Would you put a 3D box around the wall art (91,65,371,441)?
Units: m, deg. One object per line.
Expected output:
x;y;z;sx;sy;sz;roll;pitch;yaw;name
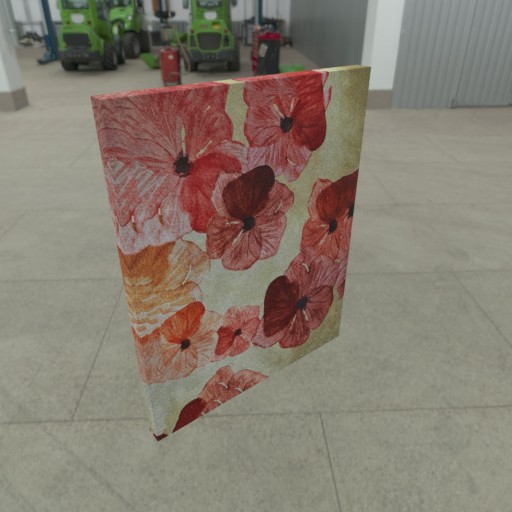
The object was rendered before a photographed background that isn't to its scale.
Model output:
0.000;0.000;0.676;0.406;0.508;0.028;-21;36;-32;wall art
